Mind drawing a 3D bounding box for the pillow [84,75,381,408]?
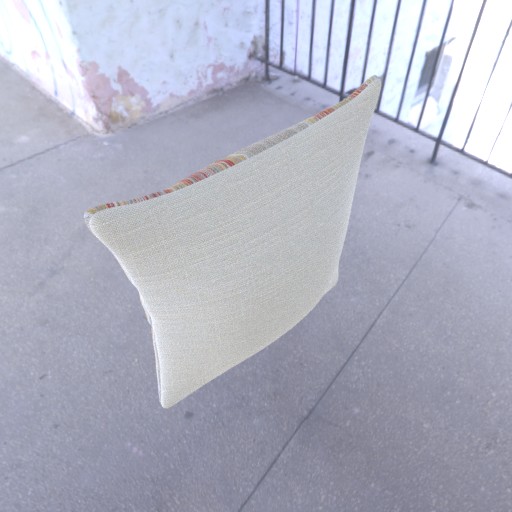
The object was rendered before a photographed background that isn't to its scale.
[{"bbox_3d":[0.000,0.000,0.694,0.451,0.449,0.191,-32,55,-26],"label":"pillow"}]
